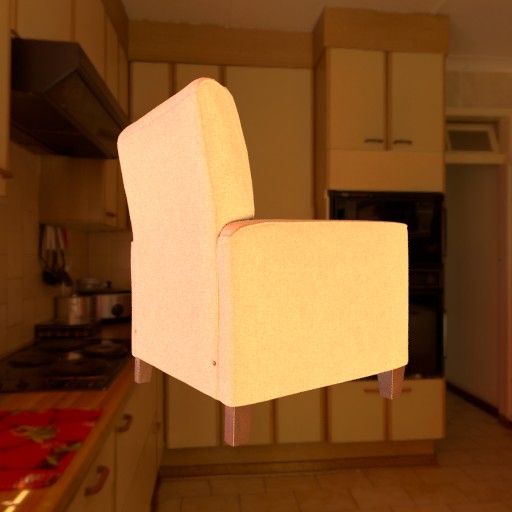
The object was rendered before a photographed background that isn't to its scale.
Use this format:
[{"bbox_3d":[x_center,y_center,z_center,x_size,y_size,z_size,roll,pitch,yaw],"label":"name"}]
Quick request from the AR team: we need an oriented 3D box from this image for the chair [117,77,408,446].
[{"bbox_3d":[0.000,0.000,1.690,0.859,1.023,0.845,0,0,-35],"label":"chair"}]
